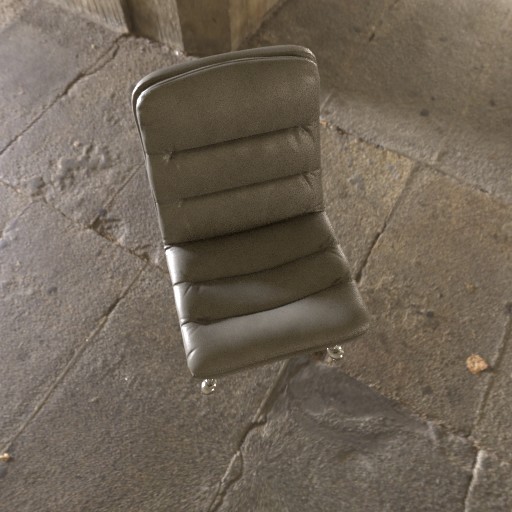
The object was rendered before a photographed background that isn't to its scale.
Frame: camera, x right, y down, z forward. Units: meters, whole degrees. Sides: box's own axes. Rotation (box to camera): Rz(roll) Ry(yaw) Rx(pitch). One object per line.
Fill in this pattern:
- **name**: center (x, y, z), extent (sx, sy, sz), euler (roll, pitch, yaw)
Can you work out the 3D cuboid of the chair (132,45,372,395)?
- **chair**: center (0.000, 0.000, 1.023), extent (0.422, 0.738, 0.485), euler (-14, 65, -6)
